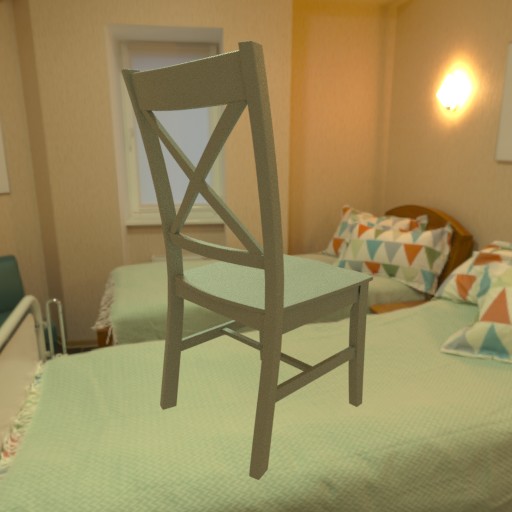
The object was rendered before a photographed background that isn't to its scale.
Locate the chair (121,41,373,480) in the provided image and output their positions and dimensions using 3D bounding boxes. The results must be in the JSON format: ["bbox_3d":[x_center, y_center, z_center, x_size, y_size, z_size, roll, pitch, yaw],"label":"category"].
[{"bbox_3d":[0.000,0.000,1.258,0.542,0.983,0.485,-14,20,-42],"label":"chair"}]
